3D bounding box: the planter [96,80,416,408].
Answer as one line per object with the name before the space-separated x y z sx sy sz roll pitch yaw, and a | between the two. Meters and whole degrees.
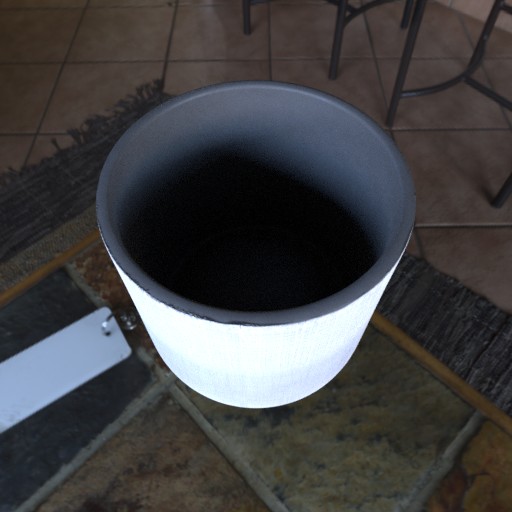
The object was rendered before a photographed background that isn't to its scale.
planter | 0.000 0.000 0.388 0.221 0.201 0.221 0 58 0
